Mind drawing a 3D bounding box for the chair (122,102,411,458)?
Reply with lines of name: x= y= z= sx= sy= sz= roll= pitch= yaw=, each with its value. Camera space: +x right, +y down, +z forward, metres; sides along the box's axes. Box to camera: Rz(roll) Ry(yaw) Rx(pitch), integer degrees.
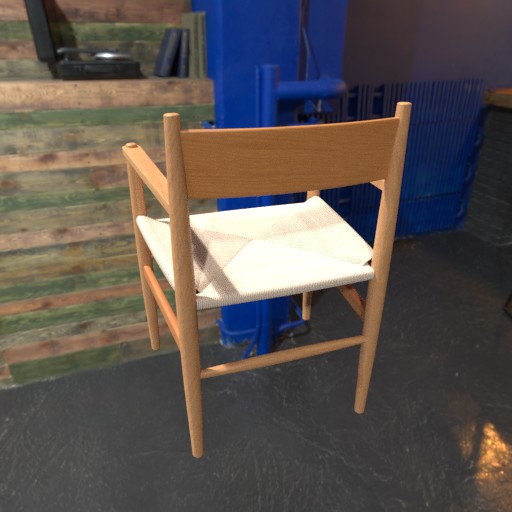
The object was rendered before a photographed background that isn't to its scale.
chair: x=0.000 y=0.000 z=1.103 sx=0.556 sy=0.762 sz=0.495 roll=-8 pitch=27 yaw=-17
